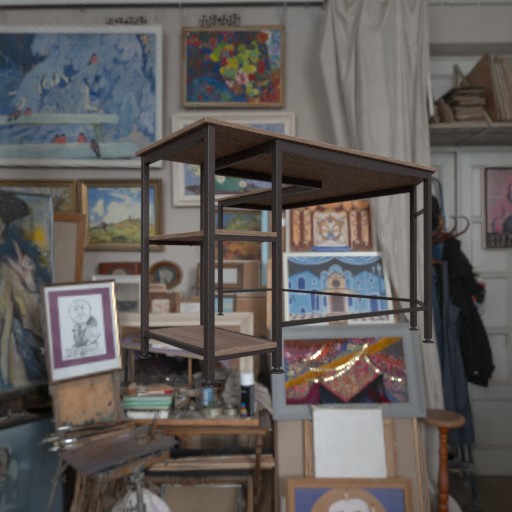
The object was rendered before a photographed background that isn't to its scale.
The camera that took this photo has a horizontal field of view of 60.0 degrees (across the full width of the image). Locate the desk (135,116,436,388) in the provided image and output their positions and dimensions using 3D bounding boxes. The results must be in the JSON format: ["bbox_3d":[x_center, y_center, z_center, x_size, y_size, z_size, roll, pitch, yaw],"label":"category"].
[{"bbox_3d":[0.000,0.000,2.164,1.379,0.739,1.379,0,-1,-37],"label":"desk"}]
